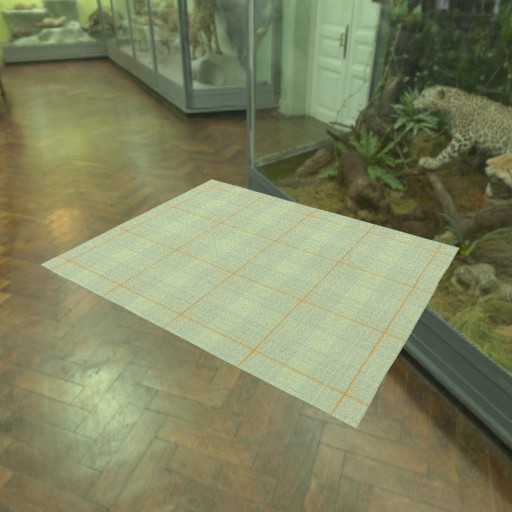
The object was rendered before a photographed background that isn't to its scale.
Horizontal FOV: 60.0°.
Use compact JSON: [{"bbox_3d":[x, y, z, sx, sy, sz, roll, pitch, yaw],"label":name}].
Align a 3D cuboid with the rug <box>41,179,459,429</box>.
[{"bbox_3d":[0.000,0.000,4.120,3.051,0.021,2.448,20,37,29],"label":"rug"}]
